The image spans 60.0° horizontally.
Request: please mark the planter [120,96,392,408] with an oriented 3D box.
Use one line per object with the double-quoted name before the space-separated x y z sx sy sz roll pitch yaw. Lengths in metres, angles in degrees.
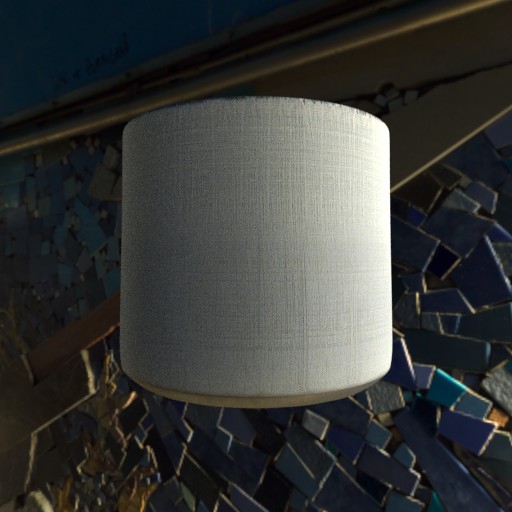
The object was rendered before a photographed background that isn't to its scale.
"planter" 0.000 0.000 0.385 0.226 0.201 0.226 0 0 0
